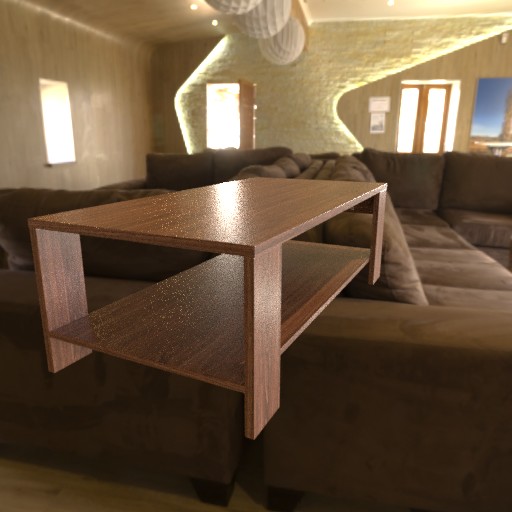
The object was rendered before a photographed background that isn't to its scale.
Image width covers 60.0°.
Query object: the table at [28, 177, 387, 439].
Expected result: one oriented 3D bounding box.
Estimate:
[{"bbox_3d":[0.000,0.000,1.482,0.600,0.400,1.200,8,17,26],"label":"table"}]
